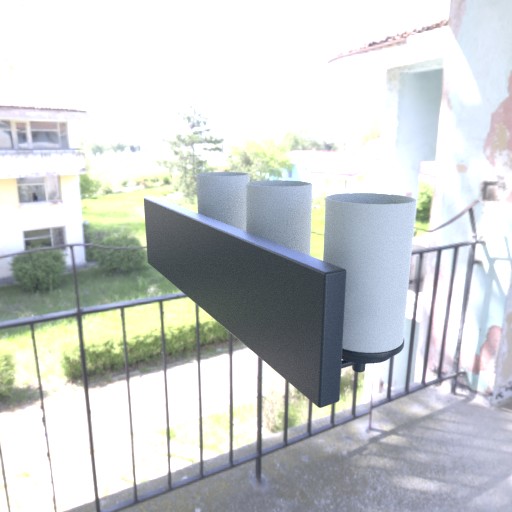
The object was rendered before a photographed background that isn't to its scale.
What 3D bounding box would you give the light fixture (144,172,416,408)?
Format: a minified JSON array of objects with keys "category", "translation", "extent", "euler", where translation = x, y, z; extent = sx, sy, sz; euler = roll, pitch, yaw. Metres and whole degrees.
[{"category":"light fixture","translation":[0.000,0.000,0.537],"extent":[0.145,0.172,0.451],"euler":[-8,17,-28]}]
